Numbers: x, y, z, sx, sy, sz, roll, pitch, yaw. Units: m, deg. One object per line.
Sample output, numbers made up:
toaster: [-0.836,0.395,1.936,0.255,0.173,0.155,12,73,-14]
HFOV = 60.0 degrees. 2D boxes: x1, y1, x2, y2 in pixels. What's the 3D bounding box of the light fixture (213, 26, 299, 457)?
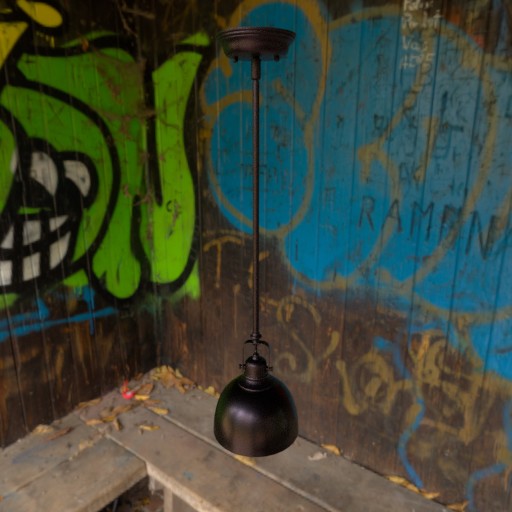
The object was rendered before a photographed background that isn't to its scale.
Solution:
light fixture: [0.000,0.000,0.848,0.182,0.768,0.182,2,16,9]
